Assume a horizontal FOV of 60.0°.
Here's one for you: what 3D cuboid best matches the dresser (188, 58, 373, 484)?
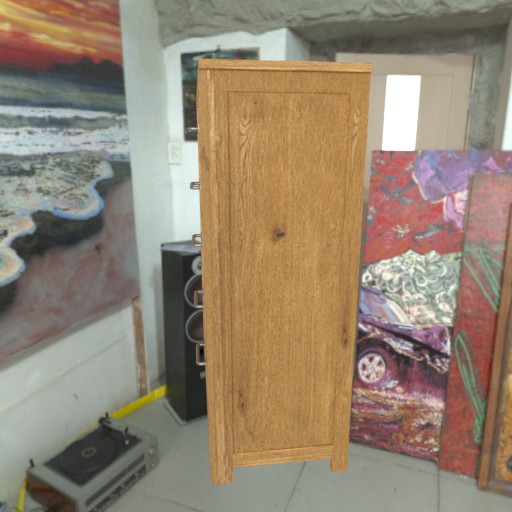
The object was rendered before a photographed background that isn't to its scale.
[{"bbox_3d":[0.000,0.000,1.967,0.558,1.431,1.081,-2,14,-7],"label":"dresser"}]
